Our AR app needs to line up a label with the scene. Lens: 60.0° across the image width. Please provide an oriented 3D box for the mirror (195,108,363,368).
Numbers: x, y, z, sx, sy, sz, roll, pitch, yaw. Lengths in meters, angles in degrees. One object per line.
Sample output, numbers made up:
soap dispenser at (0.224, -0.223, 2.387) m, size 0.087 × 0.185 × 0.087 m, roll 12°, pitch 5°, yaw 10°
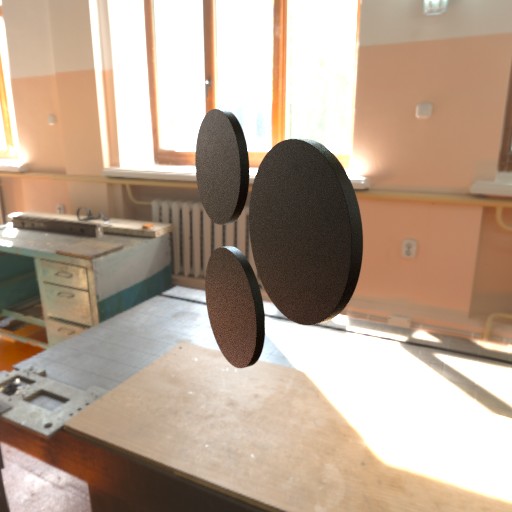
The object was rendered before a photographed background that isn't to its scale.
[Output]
mirror at (0.000, 0.000, 3.217) m, size 0.076 × 2.096 × 2.160 m, roll -8°, pitch 17°, yaw -27°
